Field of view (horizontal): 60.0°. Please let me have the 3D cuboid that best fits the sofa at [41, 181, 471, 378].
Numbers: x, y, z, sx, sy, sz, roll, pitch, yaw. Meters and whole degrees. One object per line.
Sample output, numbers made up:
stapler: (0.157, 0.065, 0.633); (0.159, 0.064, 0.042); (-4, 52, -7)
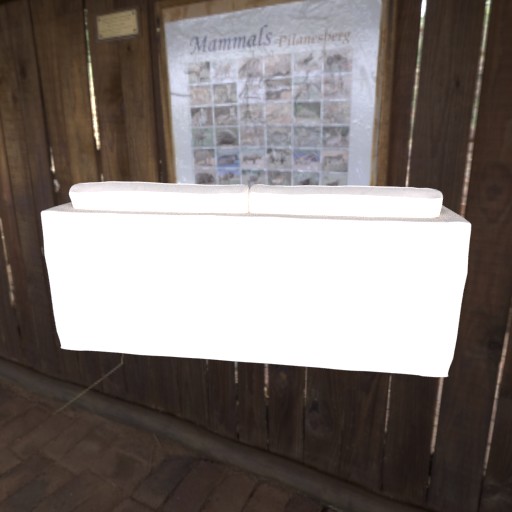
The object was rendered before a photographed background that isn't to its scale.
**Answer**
sofa: (0.000, 0.000, 2.487); (1.987, 0.870, 0.940); (2, 16, 8)
